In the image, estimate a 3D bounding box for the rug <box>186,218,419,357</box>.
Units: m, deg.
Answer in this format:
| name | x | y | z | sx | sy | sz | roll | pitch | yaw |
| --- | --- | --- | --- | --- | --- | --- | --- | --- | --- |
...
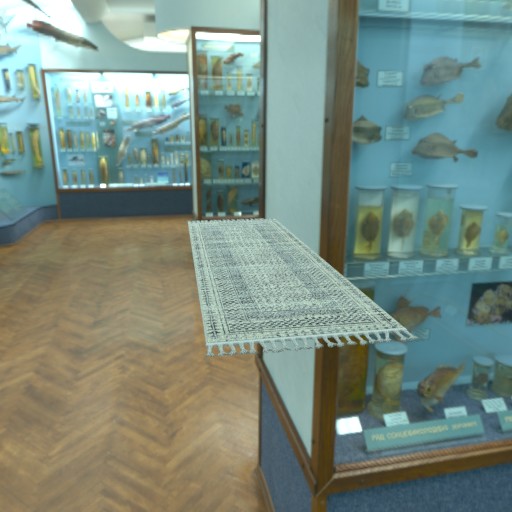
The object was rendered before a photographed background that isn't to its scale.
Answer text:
| name | x | y | z | sx | sy | sz | roll | pitch | yaw |
| --- | --- | --- | --- | --- | --- | --- | --- | --- | --- |
| rug | 0.000 | 0.000 | 2.718 | 0.786 | 0.013 | 2.480 | -3 | 16 | -10 |
